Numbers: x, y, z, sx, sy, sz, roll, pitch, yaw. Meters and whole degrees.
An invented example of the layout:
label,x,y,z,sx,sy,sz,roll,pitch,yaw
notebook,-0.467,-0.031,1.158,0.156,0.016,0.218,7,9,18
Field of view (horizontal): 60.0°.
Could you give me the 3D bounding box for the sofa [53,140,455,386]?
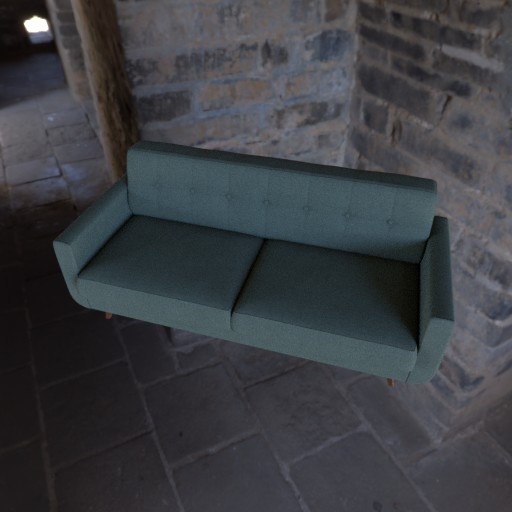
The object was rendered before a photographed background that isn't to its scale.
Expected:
label,x,y,z,sx,sy,sz,roll,pitch,yaw
sofa,0.000,0.000,2.512,2.029,0.841,0.909,11,40,13
